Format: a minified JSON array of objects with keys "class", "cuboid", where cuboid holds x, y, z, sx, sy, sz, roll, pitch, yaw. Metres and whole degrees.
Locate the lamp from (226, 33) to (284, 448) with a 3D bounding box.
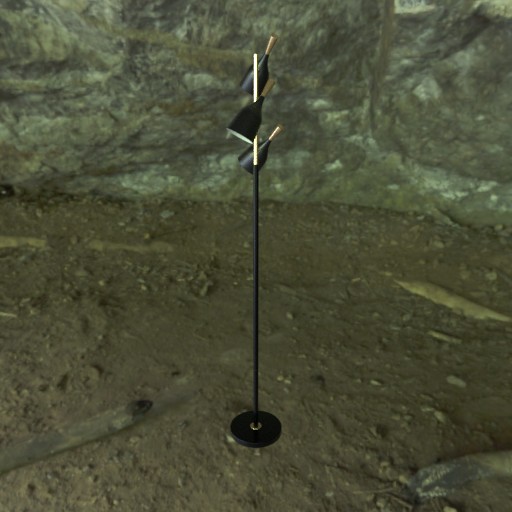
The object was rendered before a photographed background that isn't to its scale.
[{"class":"lamp","cuboid":[0.000,0.000,1.942,0.253,1.778,0.434,2,16,8]}]
